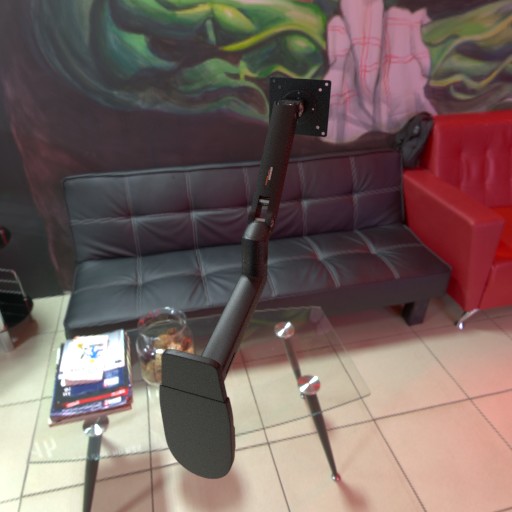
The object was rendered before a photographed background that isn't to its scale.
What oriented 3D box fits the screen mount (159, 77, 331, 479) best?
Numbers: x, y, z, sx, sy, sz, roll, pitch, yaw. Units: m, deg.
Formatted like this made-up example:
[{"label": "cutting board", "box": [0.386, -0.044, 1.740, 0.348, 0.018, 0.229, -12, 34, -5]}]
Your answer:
[{"label": "screen mount", "box": [0.000, 0.000, 0.723, 0.115, 0.466, 0.495, 10, 33, 16]}]
